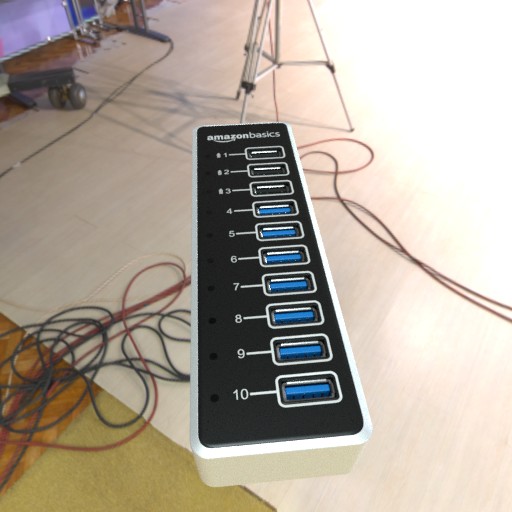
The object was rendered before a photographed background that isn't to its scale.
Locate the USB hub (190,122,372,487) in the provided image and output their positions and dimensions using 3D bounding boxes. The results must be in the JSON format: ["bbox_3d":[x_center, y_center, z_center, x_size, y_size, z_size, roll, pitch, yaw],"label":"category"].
[{"bbox_3d":[0.000,0.000,0.160,0.044,0.023,0.145,-4,47,-4],"label":"USB hub"}]
